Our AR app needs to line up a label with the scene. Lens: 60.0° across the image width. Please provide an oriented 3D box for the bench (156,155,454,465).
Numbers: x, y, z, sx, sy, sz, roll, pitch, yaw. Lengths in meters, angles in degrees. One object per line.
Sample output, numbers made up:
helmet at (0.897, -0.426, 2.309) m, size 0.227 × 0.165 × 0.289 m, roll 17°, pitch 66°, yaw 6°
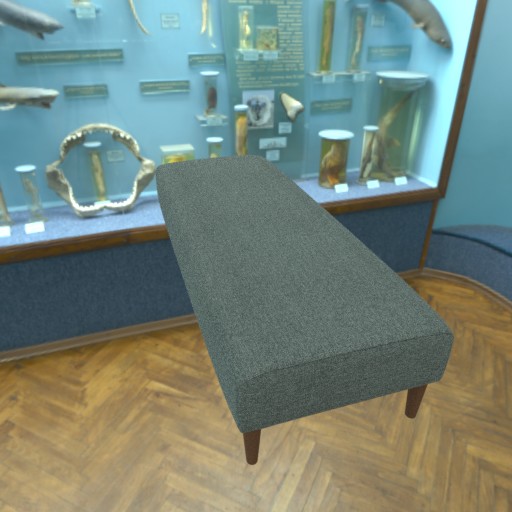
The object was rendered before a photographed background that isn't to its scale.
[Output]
bench at (0.000, 0.000, 1.809) m, size 0.631 × 0.384 × 1.598 m, roll -9°, pitch 31°, yaw -15°
